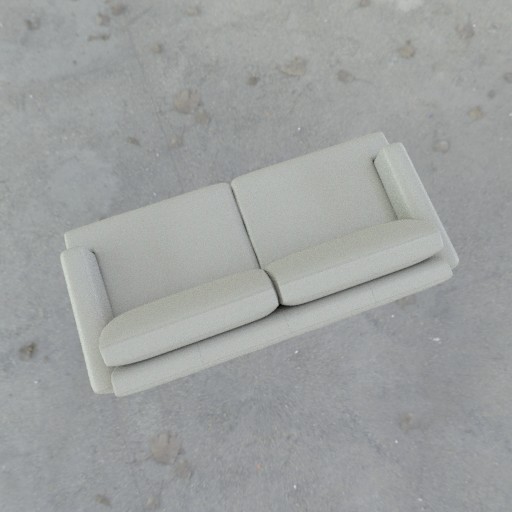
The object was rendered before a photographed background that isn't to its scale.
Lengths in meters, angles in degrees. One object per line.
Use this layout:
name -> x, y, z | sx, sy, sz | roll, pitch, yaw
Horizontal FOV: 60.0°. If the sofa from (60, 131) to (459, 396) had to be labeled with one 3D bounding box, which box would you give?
sofa -> 0.000, 0.000, 2.400 | 1.940, 0.765, 0.974 | -19, 76, -5
